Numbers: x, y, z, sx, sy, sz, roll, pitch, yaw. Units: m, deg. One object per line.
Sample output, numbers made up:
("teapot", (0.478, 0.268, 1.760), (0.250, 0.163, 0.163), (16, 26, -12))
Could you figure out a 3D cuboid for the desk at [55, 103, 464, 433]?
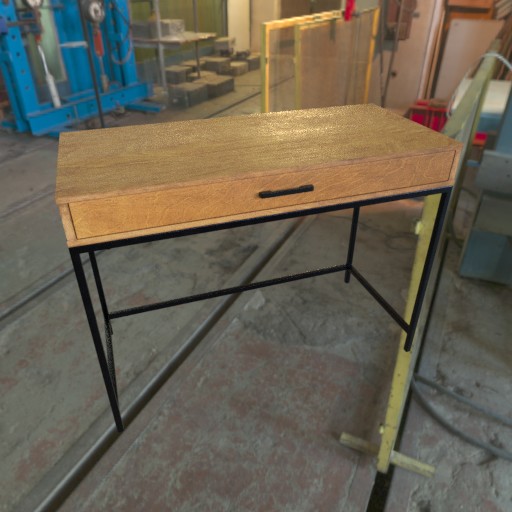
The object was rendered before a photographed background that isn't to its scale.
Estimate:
("desk", (0.000, 0.000, 1.418), (1.016, 0.762, 0.470), (-11, 34, -16))
